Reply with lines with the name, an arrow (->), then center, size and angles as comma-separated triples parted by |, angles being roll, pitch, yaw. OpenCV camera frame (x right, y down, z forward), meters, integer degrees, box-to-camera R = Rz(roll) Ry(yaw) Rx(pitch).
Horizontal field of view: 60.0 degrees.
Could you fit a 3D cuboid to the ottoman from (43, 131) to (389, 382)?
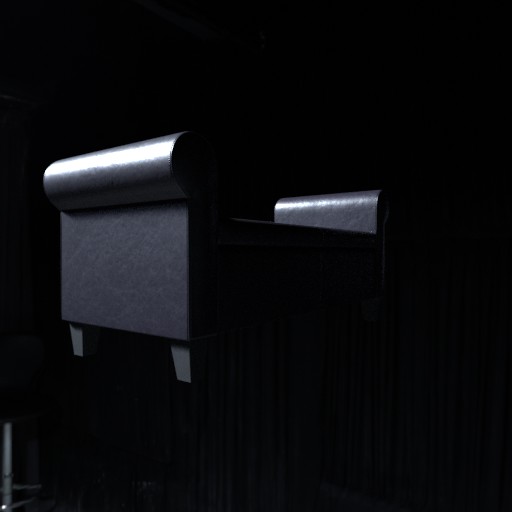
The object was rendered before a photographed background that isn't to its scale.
ottoman -> 0.000, 0.000, 1.553 | 0.521, 0.547, 1.256 | 0, 1, 36
